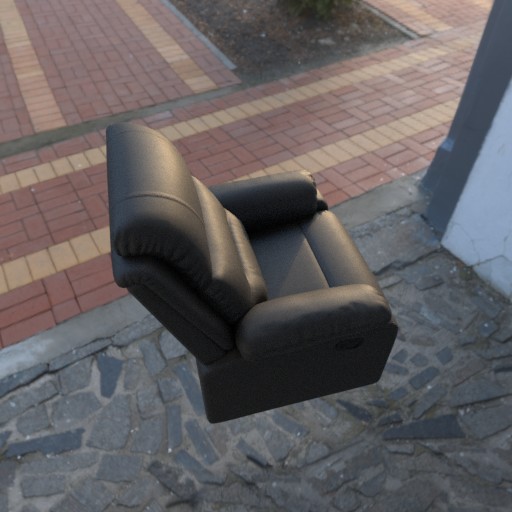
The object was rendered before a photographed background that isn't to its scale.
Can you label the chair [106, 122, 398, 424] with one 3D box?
[{"bbox_3d":[0.000,0.000,1.671,0.919,0.992,0.855,-11,47,-10],"label":"chair"}]
